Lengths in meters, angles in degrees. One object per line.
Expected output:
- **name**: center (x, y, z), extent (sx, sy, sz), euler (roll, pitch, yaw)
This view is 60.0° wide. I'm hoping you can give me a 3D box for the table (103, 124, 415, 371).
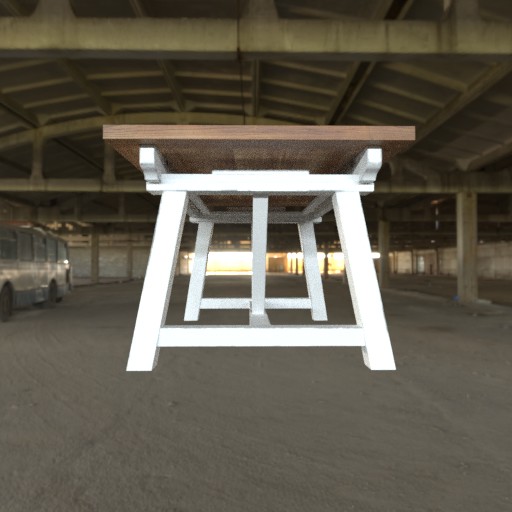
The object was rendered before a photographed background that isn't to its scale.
- **table**: center (0.000, 0.000, 2.052), extent (0.922, 0.743, 1.503), euler (0, -1, -1)
